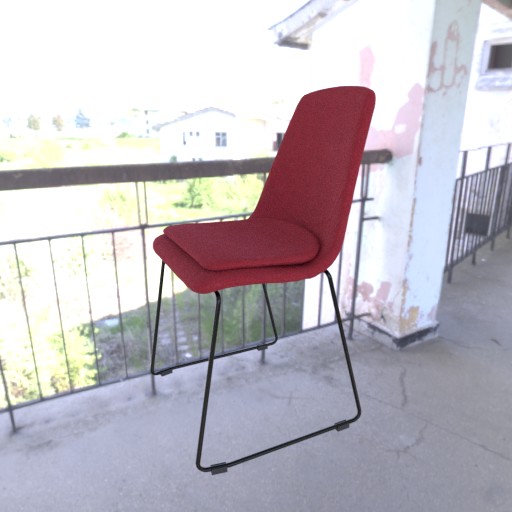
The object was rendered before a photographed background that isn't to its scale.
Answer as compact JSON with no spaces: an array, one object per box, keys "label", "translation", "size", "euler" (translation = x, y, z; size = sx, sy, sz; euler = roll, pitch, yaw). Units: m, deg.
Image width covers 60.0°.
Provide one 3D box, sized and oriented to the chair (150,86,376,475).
[{"label":"chair","translation":[0.000,0.000,1.178],"size":[0.518,0.858,0.479],"euler":[-9,20,-25]}]
